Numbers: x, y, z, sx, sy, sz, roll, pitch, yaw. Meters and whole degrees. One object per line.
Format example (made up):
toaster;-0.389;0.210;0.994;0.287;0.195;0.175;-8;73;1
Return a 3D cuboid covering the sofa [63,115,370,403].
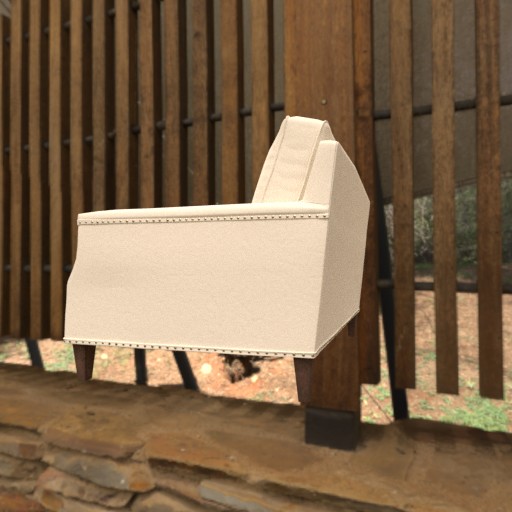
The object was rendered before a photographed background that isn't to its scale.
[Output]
sofa;0.000;0.000;2.305;1.084;1.003;1.597;0;-1;18
